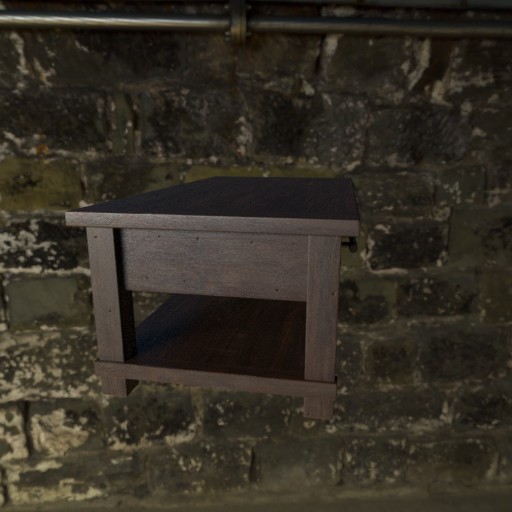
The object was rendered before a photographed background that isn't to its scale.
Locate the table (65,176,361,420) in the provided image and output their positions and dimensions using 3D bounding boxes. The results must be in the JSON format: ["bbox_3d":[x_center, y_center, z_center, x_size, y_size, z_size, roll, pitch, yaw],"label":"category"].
[{"bbox_3d":[0.000,0.000,1.640,0.700,0.494,1.270,3,14,11],"label":"table"}]
